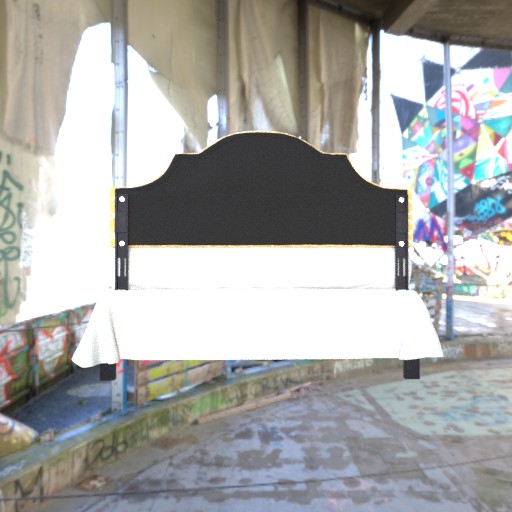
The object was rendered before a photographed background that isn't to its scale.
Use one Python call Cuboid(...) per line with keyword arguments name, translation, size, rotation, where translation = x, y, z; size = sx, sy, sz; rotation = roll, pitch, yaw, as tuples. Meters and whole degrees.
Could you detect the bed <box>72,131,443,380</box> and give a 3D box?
Cuboid(name="bed", translation=(0.000, 0.000, 3.813), size=(2.314, 1.601, 2.222), rotation=(0, 0, -1))
